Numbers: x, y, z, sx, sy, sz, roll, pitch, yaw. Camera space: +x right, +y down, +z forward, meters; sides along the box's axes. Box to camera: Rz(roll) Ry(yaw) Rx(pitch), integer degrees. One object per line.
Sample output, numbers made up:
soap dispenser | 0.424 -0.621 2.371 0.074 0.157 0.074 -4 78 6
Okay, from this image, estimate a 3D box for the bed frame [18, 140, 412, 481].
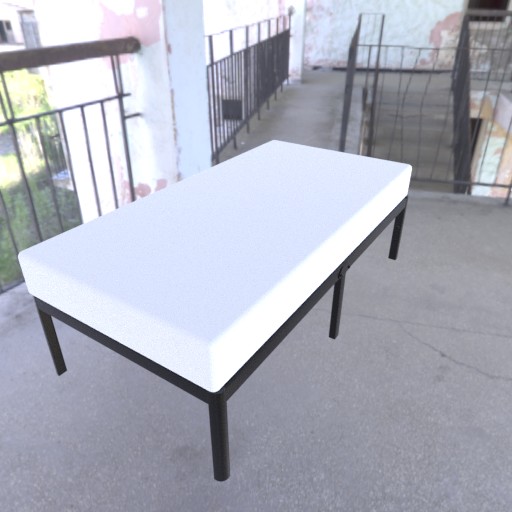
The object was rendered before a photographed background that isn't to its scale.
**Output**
bed frame | 0.000 0.000 2.384 1.023 0.659 1.950 19 35 29
